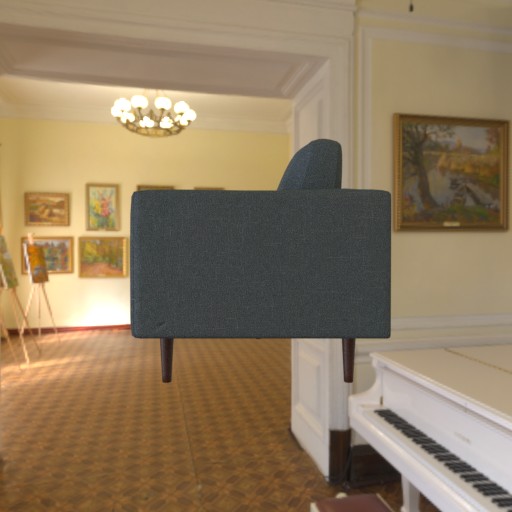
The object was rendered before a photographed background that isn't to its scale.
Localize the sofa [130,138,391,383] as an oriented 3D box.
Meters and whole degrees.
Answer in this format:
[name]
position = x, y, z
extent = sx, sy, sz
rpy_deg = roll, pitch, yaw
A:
[sofa]
position = 0.000, 0.000, 2.526
extent = 0.935, 0.945, 2.013
rpy_deg = 0, 1, 0
